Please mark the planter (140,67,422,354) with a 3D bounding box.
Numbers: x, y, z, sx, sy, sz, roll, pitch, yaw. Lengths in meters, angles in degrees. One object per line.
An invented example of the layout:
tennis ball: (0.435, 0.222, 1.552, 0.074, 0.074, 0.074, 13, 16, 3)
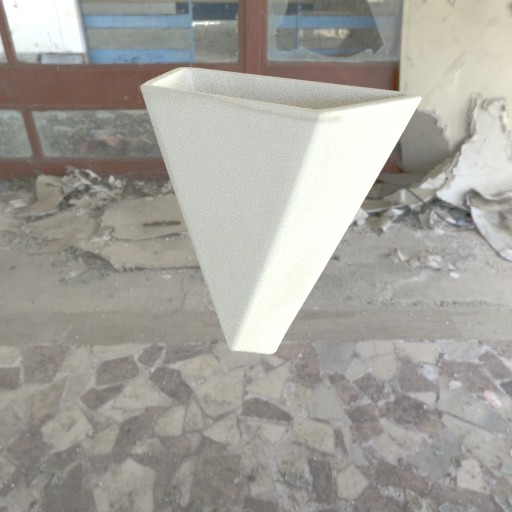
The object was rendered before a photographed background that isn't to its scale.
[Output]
planter: (0.000, 0.000, 0.272, 0.150, 0.197, 0.060, 20, 36, 29)
